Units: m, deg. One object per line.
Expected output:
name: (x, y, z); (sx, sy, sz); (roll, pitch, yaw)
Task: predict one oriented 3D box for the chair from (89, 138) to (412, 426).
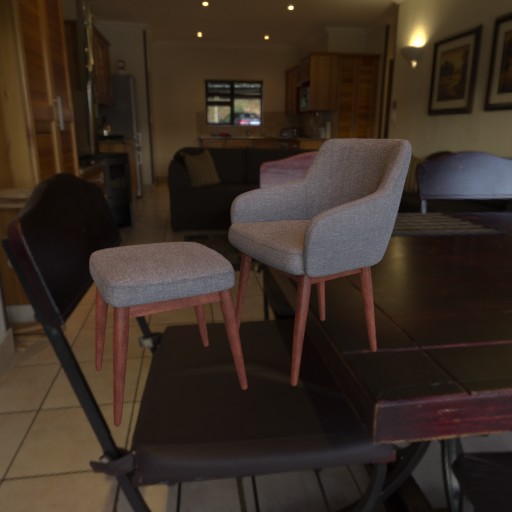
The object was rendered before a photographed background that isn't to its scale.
chair: (0.000, 0.000, 1.571); (1.107, 0.799, 0.584); (-8, 17, -26)
